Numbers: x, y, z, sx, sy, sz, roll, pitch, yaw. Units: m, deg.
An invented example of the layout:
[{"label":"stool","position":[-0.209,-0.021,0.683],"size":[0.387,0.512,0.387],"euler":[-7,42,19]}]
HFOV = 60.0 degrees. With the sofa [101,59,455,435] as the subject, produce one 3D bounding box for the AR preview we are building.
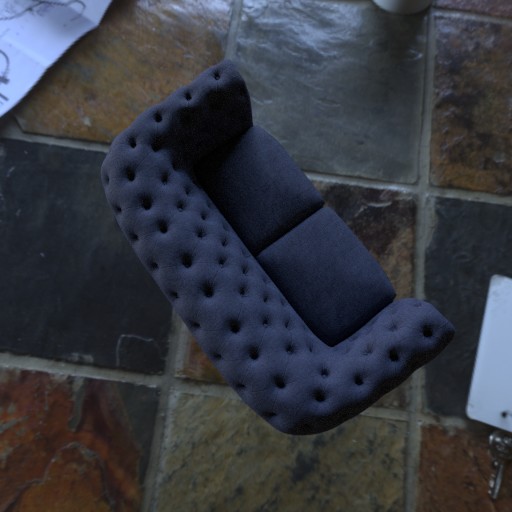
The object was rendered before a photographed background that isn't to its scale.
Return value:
[{"label":"sofa","position":[0.000,0.000,2.598],"size":[1.082,0.833,1.988],"euler":[-36,79,-8]}]
